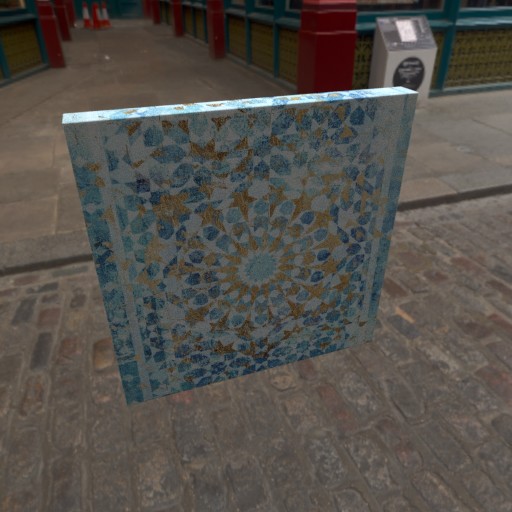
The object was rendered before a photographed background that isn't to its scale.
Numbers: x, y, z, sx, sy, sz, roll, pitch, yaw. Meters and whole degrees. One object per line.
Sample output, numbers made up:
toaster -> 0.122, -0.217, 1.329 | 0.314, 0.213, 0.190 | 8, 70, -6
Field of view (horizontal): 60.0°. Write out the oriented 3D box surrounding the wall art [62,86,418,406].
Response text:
wall art -> 0.000, 0.000, 0.602 | 0.405, 0.405, 0.037 | -11, 34, -16
